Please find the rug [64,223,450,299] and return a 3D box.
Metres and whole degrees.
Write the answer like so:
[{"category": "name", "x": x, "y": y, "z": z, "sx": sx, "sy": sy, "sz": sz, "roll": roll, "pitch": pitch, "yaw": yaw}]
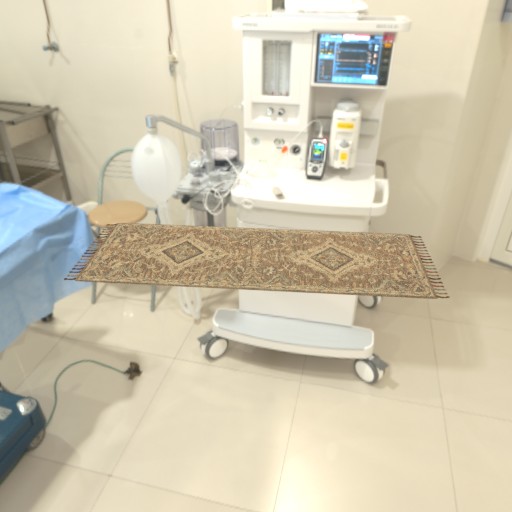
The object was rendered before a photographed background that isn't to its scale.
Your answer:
[{"category": "rug", "x": 0.000, "y": 0.000, "z": 2.900, "sx": 2.378, "sy": 0.018, "sz": 1.324, "roll": 11, "pitch": 34, "yaw": 18}]
